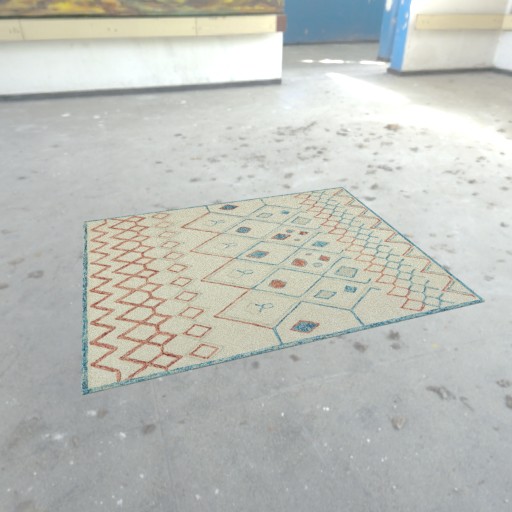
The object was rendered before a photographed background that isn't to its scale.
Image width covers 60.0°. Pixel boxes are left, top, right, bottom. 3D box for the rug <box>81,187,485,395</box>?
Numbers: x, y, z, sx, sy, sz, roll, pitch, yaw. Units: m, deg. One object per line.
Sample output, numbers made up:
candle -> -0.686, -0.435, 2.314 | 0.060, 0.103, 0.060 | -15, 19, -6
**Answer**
rug -> 0.000, 0.000, 4.112 | 3.050, 0.016, 2.441 | -10, 33, -15
